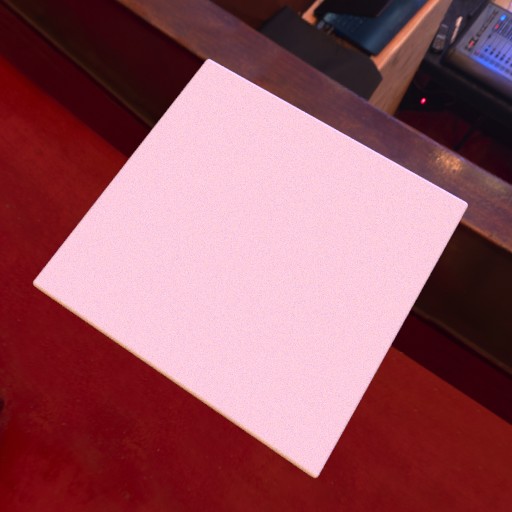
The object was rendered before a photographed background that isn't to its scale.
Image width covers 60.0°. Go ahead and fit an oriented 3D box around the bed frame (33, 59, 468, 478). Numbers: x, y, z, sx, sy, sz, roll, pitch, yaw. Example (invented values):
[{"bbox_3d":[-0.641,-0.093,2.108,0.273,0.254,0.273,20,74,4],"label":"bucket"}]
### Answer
[{"bbox_3d":[0.000,0.000,3.127,2.079,0.659,1.963,32,78,8],"label":"bed frame"}]
